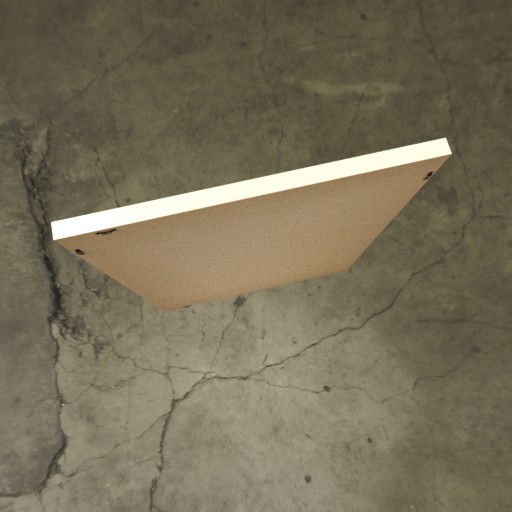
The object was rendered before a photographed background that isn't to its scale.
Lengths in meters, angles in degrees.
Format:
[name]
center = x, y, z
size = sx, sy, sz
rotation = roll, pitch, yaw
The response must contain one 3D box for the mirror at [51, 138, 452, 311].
[mirror]
center = 0.000, 0.000, 1.321
size = 0.762, 1.016, 0.040
rotation = -13, 76, -3
